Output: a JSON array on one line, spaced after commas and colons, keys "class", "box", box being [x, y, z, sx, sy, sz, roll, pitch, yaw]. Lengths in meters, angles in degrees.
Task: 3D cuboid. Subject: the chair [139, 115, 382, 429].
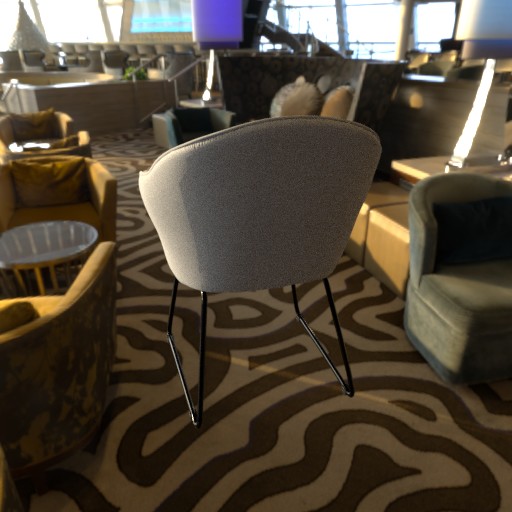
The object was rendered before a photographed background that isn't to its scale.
[{"class": "chair", "box": [0.000, 0.000, 1.211, 0.570, 0.817, 0.592, -7, 27, -15]}]
